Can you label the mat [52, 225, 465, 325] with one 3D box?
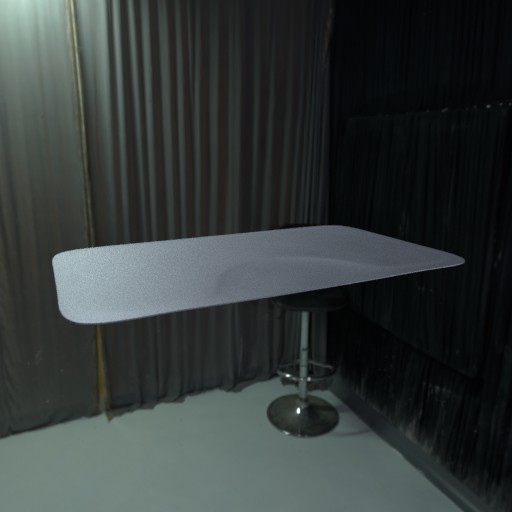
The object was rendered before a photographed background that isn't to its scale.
[{"bbox_3d":[0.000,0.000,1.829,1.524,0.013,0.918,-7,16,-25],"label":"mat"}]
